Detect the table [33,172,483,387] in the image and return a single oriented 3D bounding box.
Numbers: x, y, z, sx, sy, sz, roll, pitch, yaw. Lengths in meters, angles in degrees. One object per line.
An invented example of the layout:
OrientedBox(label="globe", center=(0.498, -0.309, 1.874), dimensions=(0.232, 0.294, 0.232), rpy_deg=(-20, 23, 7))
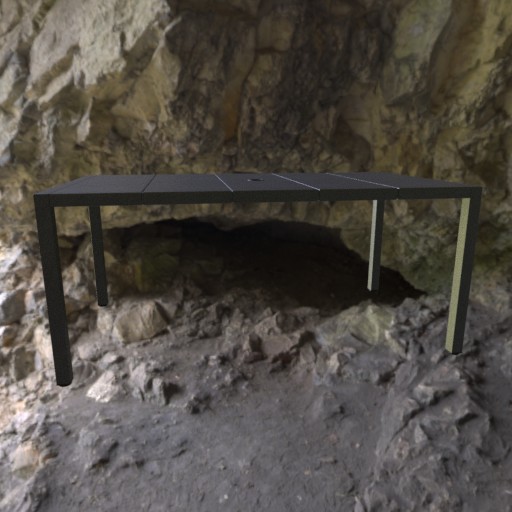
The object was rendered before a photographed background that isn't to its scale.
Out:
OrientedBox(label="table", center=(0.000, 0.000, 2.156), dimensions=(1.680, 0.735, 0.914), rpy_deg=(-2, 14, -9))
